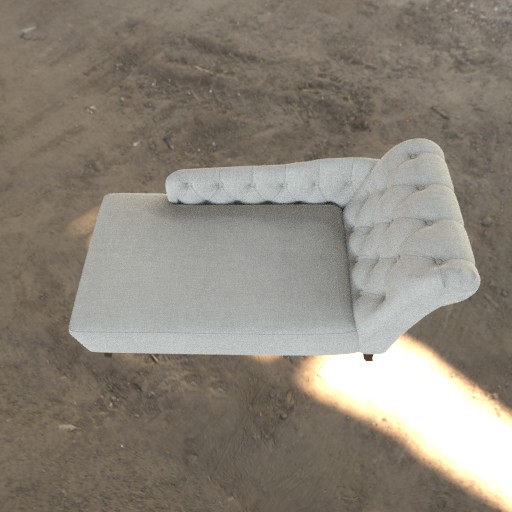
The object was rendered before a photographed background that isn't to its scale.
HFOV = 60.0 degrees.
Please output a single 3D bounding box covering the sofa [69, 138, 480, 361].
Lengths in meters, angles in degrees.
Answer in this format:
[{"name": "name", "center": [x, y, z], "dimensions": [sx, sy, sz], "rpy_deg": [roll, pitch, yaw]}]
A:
[{"name": "sofa", "center": [0.000, 0.000, 1.781], "dimensions": [1.379, 0.787, 0.675], "rpy_deg": [1, 57, 1]}]
